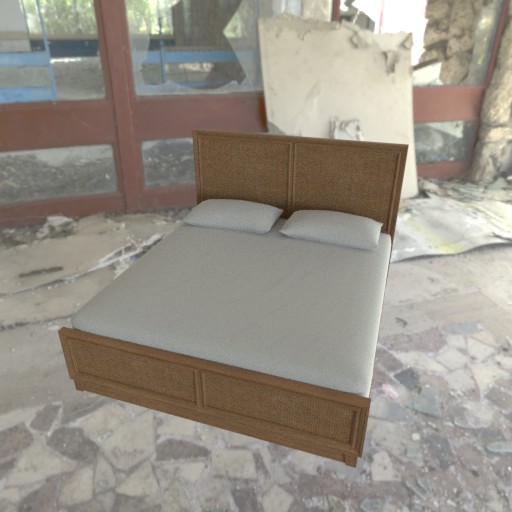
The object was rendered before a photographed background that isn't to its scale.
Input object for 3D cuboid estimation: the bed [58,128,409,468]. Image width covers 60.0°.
[{"bbox_3d":[0.000,0.000,3.451,2.003,1.387,2.184,9,29,16],"label":"bed"}]
